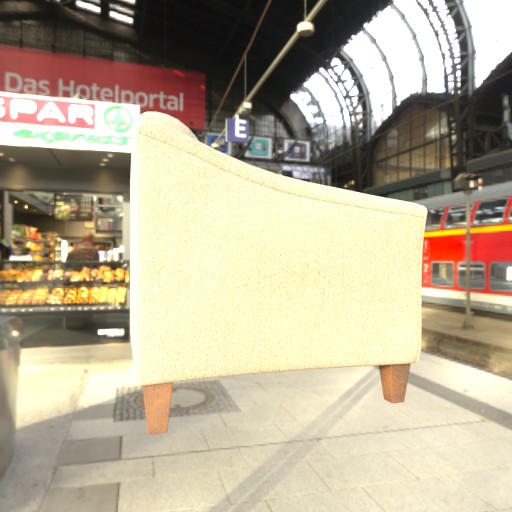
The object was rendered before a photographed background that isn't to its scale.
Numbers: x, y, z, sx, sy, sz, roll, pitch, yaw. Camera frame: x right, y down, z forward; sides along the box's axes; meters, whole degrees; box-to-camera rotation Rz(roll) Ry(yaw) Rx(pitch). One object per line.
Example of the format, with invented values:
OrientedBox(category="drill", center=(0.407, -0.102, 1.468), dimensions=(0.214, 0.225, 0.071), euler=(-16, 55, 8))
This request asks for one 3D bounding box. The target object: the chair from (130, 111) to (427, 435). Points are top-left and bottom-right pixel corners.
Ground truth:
OrientedBox(category="chair", center=(0.000, 0.000, 1.462), dimensions=(0.787, 0.839, 0.763), euler=(0, 0, -17))
